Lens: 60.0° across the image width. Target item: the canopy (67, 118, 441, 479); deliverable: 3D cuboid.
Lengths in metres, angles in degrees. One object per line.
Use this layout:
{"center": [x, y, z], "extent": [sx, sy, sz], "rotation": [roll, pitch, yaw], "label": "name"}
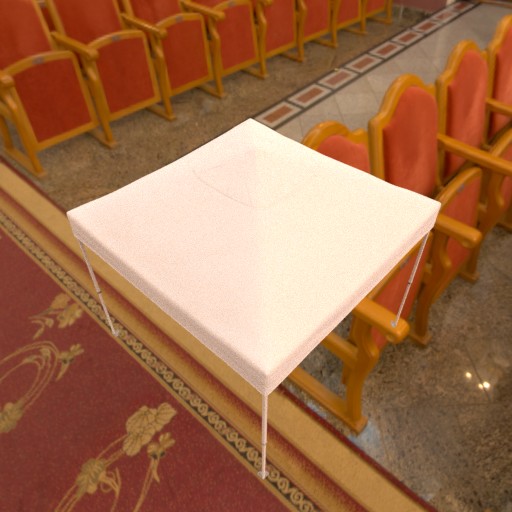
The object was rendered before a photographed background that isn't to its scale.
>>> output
{"center": [0.000, 0.000, 5.470], "extent": [2.996, 2.997, 2.998], "rotation": [33, 53, 29], "label": "canopy"}
